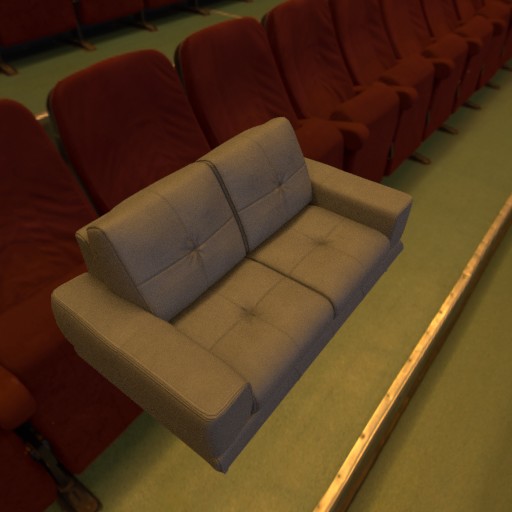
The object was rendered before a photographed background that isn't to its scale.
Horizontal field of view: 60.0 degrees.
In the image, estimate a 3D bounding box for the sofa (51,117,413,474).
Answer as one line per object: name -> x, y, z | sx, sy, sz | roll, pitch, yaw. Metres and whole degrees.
sofa -> 0.000, 0.000, 2.328 | 1.018, 0.907, 1.806 | 27, 48, 27
